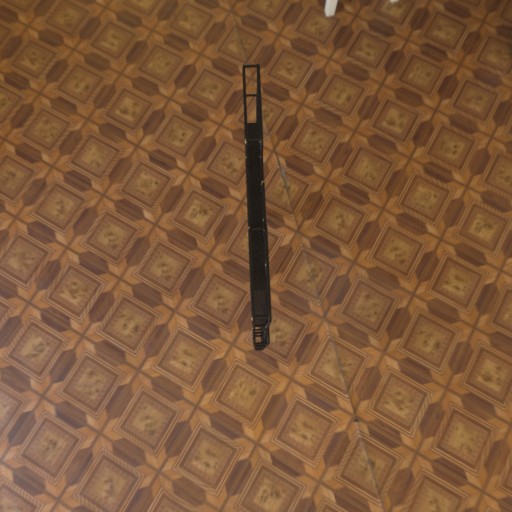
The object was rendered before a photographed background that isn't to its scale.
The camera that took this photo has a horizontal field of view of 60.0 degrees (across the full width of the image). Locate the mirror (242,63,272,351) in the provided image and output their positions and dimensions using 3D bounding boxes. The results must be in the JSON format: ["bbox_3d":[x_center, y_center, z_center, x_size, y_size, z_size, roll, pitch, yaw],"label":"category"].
[{"bbox_3d":[0.000,0.000,1.377,0.037,1.192,0.565,-2,77,0],"label":"mirror"}]
